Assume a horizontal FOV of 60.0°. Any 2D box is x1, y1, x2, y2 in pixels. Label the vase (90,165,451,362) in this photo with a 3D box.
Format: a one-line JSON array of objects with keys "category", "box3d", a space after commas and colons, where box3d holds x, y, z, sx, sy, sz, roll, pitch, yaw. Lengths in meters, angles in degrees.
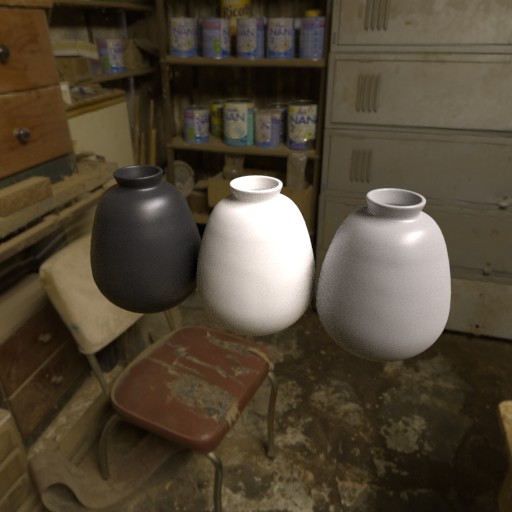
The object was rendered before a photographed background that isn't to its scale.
[{"category": "vase", "box3d": [0.000, 0.000, 0.357, 0.297, 0.122, 0.097, 8, 28, 16]}]
